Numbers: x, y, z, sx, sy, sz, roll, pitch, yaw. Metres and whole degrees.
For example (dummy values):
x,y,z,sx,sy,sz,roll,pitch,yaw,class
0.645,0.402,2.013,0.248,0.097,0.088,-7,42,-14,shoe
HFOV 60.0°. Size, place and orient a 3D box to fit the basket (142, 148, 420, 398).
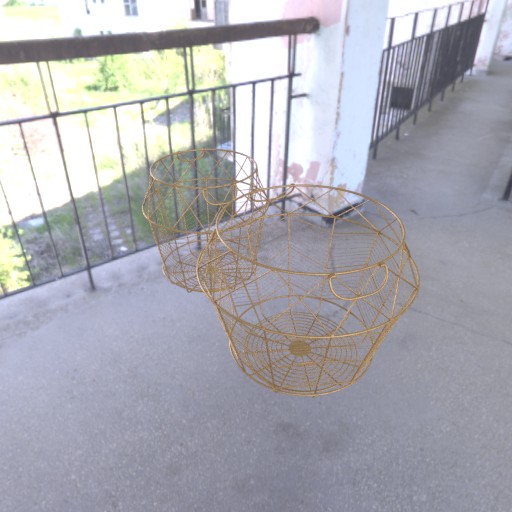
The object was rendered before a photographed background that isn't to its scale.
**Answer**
x,y,z,sx,sy,sz,roll,pitch,yaw,class
0.000,0.000,1.079,0.451,0.343,0.805,-21,38,-30,basket
